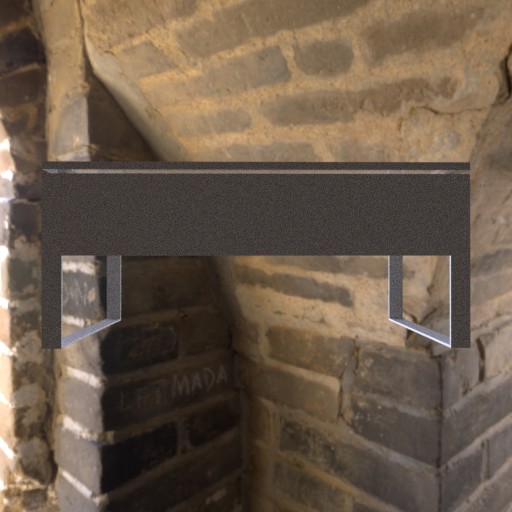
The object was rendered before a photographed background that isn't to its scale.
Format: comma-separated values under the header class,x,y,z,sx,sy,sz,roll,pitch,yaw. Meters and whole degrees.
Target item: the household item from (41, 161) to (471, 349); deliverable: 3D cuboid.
class,x,y,z,sx,sy,sz,roll,pitch,yaw
household item,0.000,0.000,2.157,1.700,0.745,0.800,0,0,-1
